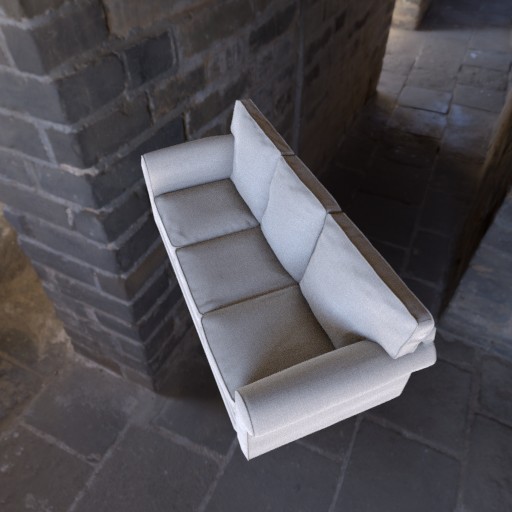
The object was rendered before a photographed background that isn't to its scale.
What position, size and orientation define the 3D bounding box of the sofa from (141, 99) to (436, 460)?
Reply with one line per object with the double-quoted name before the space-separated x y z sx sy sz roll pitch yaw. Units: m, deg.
"sofa" 0.000 0.000 2.623 0.916 0.961 2.084 -16 48 -15
